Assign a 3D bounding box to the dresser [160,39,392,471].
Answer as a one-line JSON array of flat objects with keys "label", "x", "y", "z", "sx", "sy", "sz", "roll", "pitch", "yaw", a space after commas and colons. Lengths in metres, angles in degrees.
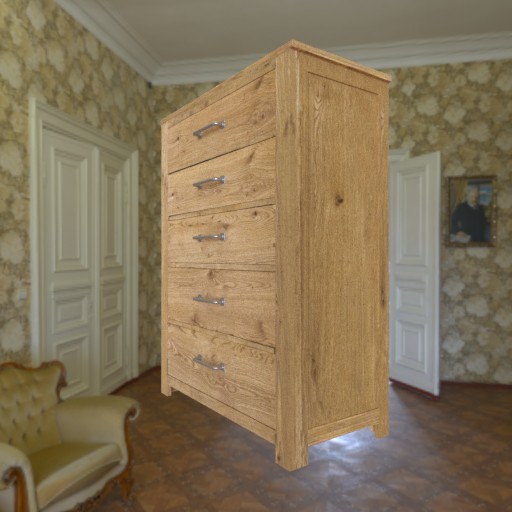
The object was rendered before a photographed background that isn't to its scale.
[{"label": "dresser", "x": 0.000, "y": 0.000, "z": 2.035, "sx": 0.558, "sy": 1.431, "sz": 1.081, "roll": 0, "pitch": 0, "yaw": -35}]
